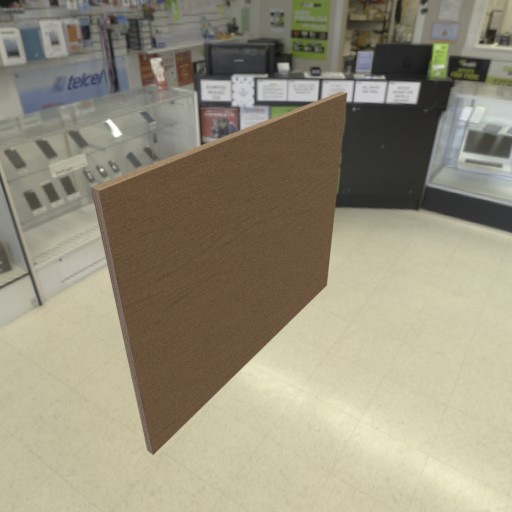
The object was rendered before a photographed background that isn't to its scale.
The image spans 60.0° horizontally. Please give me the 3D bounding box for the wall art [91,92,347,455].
[{"bbox_3d":[0.000,0.000,0.696,0.013,0.406,0.508,22,38,30],"label":"wall art"}]
